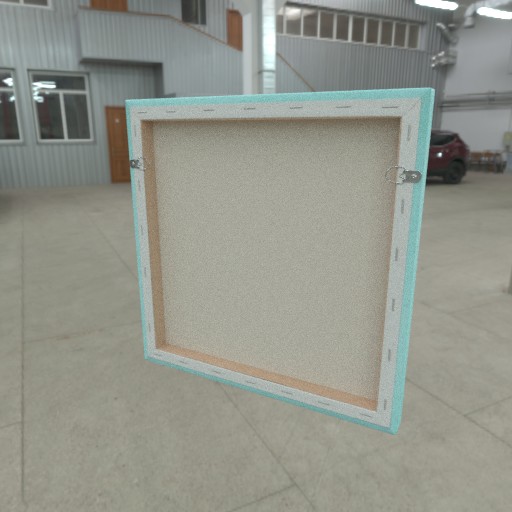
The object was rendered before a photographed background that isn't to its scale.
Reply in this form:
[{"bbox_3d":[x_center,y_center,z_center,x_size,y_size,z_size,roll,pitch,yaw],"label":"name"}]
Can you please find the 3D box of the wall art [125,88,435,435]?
[{"bbox_3d":[0.000,0.000,1.120,0.765,0.766,0.054,8,18,27],"label":"wall art"}]
